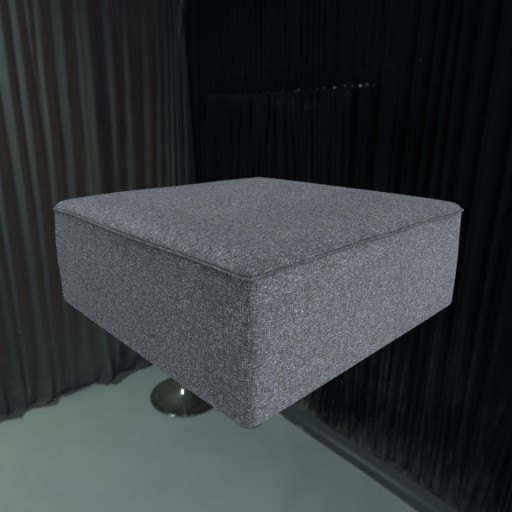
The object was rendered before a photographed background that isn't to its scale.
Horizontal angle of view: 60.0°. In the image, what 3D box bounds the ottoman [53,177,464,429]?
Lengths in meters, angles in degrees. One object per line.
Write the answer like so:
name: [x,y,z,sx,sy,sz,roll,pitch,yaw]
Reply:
ottoman: [0.000,0.000,1.547,1.017,0.423,1.021,-15,23,-41]
